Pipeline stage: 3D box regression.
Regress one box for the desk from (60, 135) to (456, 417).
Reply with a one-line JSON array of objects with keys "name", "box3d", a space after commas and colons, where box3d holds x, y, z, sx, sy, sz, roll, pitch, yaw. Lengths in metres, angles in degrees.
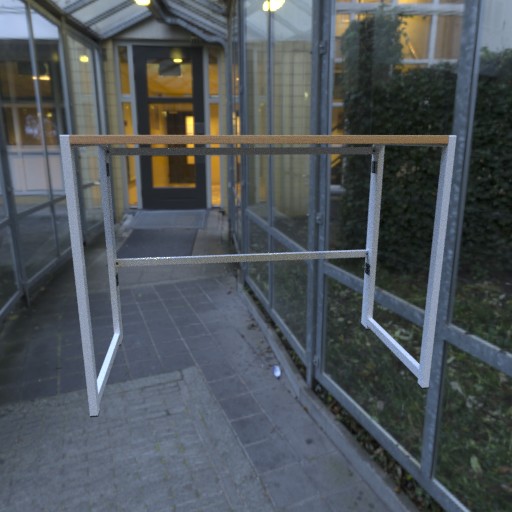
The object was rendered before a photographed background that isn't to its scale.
[{"name": "desk", "box3d": [0.000, 0.000, 1.455, 1.016, 0.762, 0.508, -2, 15, -8]}]
